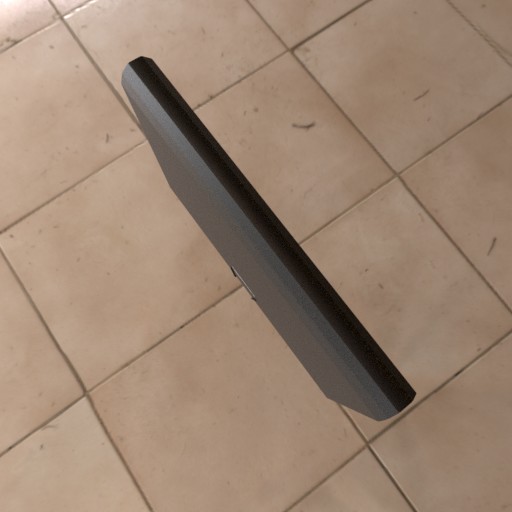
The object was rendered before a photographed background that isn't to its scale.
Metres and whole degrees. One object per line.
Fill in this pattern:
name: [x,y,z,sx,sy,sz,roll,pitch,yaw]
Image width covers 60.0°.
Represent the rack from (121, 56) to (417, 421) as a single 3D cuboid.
rack: [0.000,0.000,0.441,0.041,0.241,0.330,-36,79,-8]
